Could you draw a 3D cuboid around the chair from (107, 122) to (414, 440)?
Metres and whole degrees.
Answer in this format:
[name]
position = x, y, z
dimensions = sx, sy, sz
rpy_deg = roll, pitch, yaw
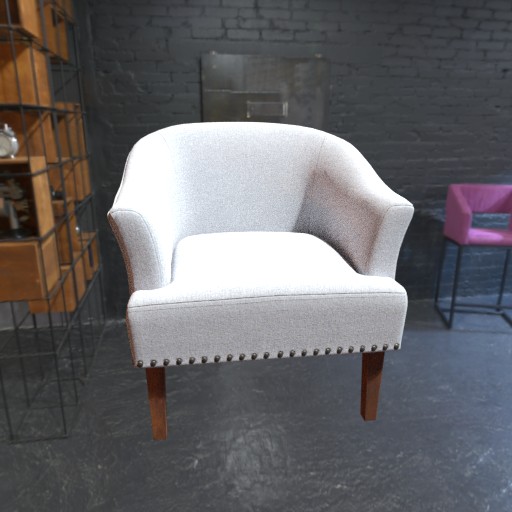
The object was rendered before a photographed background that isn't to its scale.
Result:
[chair]
position = 0.000, 0.000, 1.396
dimensions = 0.798, 0.815, 0.704
rpy_deg = -2, 16, -8
